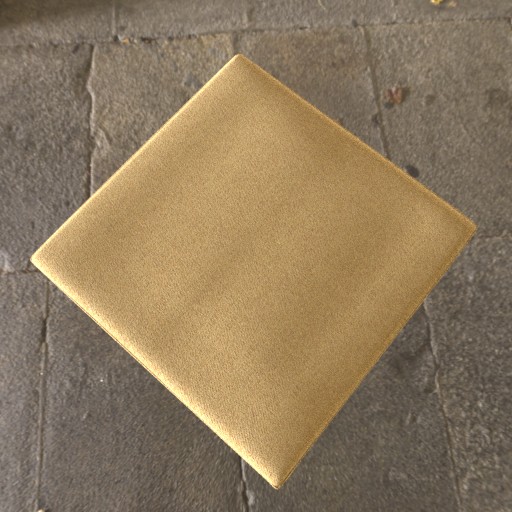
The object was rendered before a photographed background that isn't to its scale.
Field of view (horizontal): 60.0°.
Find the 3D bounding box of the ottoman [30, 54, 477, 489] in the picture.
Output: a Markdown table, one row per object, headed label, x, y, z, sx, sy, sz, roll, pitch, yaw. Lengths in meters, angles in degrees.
| label | x | y | z | sx | sy | sz | roll | pitch | yaw |
| --- | --- | --- | --- | --- | --- | --- | --- | --- | --- |
| ottoman | 0.000 | 0.000 | 1.482 | 0.981 | 0.378 | 0.970 | 40 | 79 | 9 |
